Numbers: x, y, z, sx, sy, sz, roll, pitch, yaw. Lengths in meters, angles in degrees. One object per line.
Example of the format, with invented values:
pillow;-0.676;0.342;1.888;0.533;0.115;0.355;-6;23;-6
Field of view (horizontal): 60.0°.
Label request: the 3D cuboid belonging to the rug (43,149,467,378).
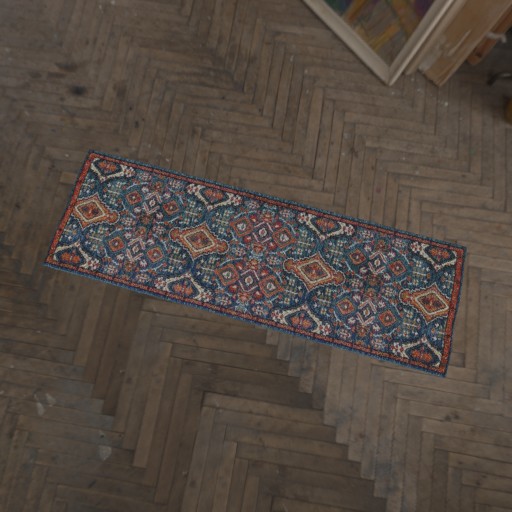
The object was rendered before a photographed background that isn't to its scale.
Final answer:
rug;0.000;0.000;2.679;2.459;0.010;0.801;15;76;4
